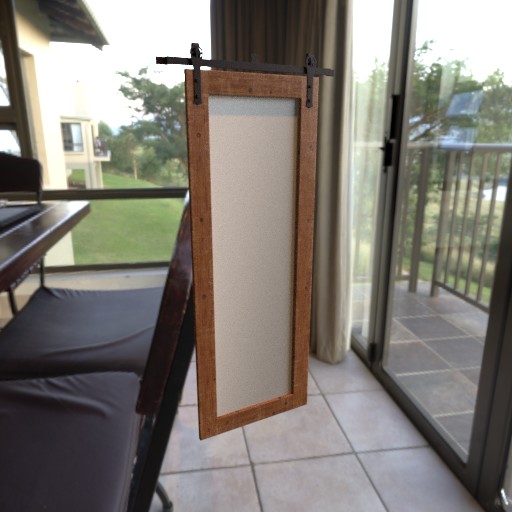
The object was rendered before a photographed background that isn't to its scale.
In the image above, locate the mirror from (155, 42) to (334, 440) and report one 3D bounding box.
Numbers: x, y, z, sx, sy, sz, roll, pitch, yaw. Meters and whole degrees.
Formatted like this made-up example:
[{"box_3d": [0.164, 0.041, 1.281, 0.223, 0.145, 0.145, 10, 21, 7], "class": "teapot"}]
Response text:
[{"box_3d": [0.000, 0.000, 2.087, 0.847, 1.793, 0.042, -8, 18, -27], "class": "mirror"}]
